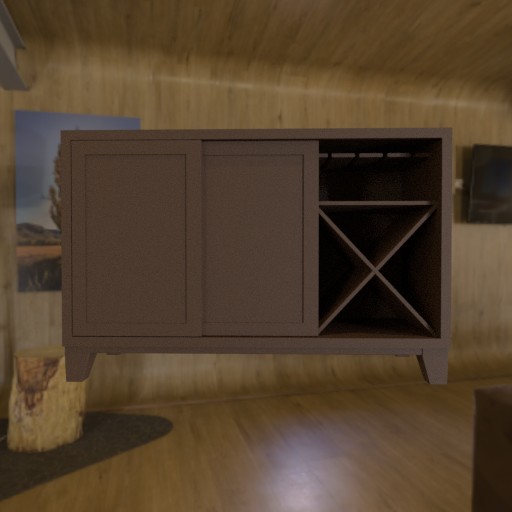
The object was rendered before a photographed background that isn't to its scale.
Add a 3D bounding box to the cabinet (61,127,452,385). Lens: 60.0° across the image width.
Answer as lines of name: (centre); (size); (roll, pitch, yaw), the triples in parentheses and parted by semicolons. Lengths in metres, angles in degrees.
cabinet: (0.000, 0.000, 1.827); (1.396, 0.914, 0.482); (0, 1, 1)
